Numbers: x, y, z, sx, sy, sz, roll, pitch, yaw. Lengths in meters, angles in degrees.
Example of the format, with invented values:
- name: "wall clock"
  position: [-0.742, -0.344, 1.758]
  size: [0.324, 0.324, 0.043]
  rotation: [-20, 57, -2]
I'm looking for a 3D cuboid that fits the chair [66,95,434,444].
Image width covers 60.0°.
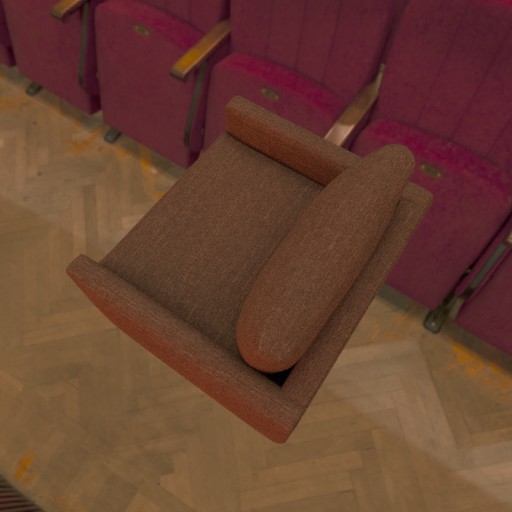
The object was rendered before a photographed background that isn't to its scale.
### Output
- name: "chair"
  position: [0.000, 0.000, 1.585]
  size: [0.845, 0.841, 0.940]
  rotation: [31, 67, 15]
